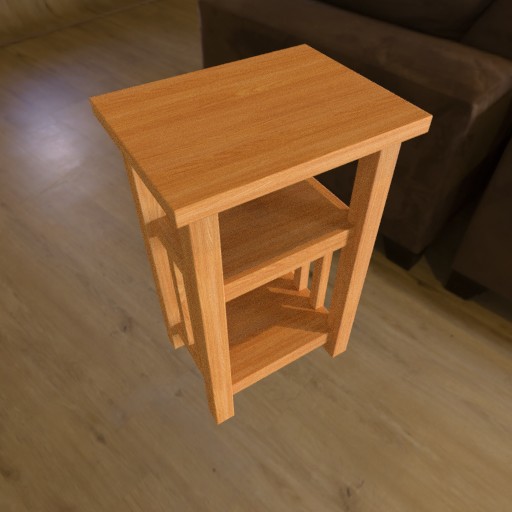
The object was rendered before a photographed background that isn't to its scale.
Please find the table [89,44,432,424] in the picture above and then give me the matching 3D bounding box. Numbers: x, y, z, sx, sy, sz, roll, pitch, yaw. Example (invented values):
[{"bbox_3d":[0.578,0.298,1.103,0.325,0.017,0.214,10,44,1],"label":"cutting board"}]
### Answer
[{"bbox_3d":[0.000,0.000,0.763,0.350,0.550,0.270,-24,51,-21],"label":"table"}]
